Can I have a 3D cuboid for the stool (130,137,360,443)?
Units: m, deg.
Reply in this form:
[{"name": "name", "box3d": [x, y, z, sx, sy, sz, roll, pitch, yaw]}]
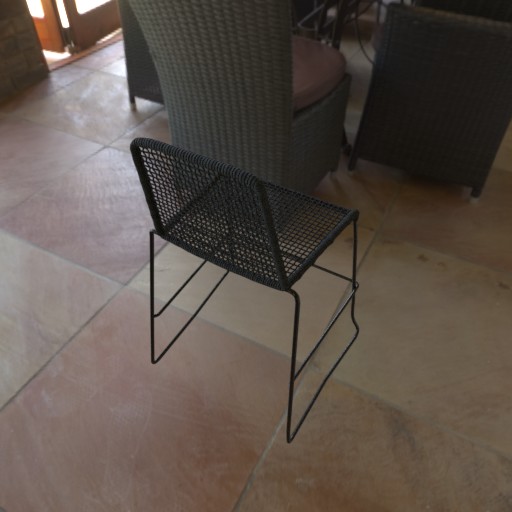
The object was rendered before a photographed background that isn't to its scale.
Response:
[{"name": "stool", "box3d": [0.000, 0.000, 1.273, 0.590, 0.905, 0.509, 23, 48, 22]}]
